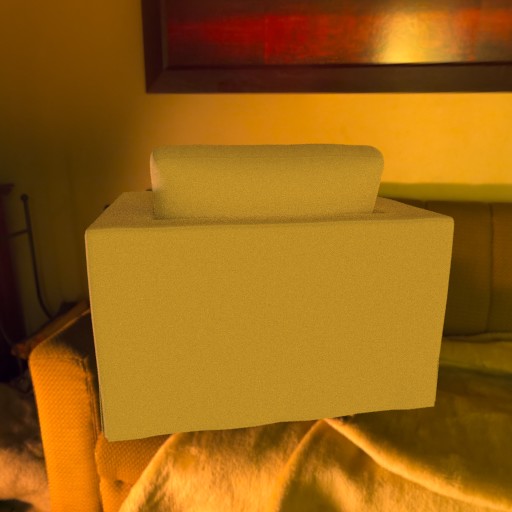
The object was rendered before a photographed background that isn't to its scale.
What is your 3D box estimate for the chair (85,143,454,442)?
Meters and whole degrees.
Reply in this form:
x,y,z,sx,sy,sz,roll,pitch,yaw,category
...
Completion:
x,y,z,sx,sy,sz,roll,pitch,yaw,category
0.000,0.000,1.782,1.150,0.878,0.957,-3,15,-10,chair
